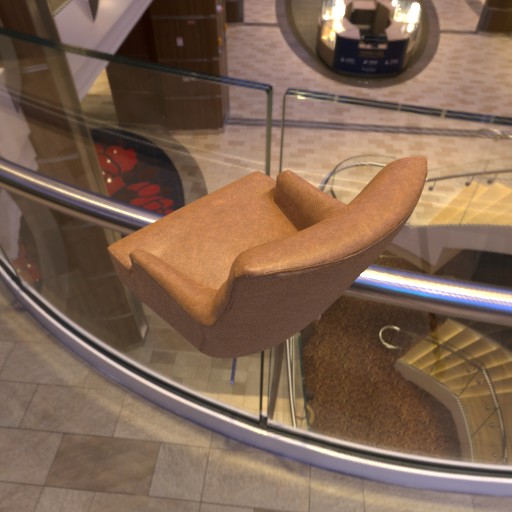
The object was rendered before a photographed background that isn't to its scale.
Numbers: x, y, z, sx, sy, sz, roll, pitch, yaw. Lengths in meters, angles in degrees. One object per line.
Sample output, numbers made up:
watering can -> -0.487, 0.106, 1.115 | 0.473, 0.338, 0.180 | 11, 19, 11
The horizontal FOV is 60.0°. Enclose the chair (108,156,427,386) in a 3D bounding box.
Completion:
chair -> 0.000, 0.000, 1.514 | 0.729, 0.869, 0.874 | -32, 54, -27
